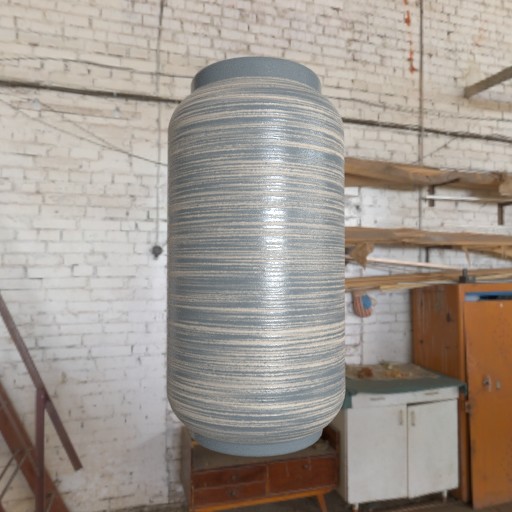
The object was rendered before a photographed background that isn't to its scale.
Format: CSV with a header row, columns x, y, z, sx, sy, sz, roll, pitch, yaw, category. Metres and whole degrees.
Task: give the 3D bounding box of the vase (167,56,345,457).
x,y,z,sx,sy,sz,roll,pitch,yaw,category
0.000,0.000,0.296,0.116,0.230,0.116,0,-1,0,vase
